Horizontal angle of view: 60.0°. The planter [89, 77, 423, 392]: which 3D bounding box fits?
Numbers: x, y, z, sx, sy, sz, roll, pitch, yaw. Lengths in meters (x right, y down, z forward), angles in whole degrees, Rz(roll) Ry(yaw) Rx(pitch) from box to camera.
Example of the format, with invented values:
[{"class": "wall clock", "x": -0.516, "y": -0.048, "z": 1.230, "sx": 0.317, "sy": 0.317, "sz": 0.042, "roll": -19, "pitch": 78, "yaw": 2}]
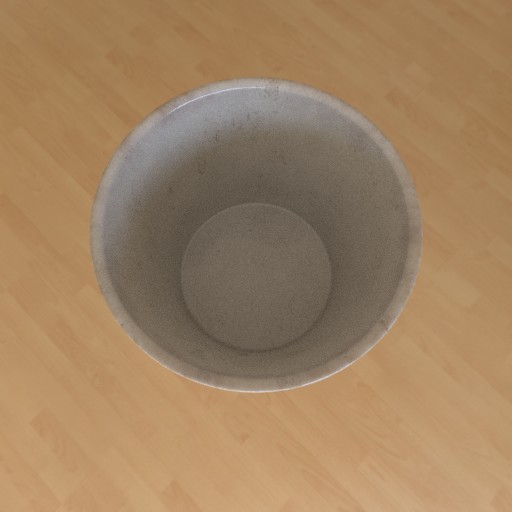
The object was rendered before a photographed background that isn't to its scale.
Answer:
[{"class": "planter", "x": 0.000, "y": 0.000, "z": 0.336, "sx": 0.193, "sy": 0.165, "sz": 0.193, "roll": 0, "pitch": 75, "yaw": 0}]
